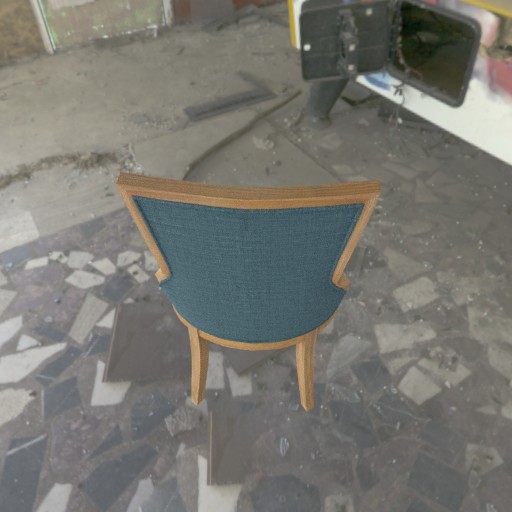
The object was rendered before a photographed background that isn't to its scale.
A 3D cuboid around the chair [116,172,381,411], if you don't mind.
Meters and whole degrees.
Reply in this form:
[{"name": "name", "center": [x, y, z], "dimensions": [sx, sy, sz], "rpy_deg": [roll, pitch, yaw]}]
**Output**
[{"name": "chair", "center": [0.000, 0.000, 1.295], "dimensions": [0.524, 0.947, 0.641], "rpy_deg": [2, 46, 2]}]
